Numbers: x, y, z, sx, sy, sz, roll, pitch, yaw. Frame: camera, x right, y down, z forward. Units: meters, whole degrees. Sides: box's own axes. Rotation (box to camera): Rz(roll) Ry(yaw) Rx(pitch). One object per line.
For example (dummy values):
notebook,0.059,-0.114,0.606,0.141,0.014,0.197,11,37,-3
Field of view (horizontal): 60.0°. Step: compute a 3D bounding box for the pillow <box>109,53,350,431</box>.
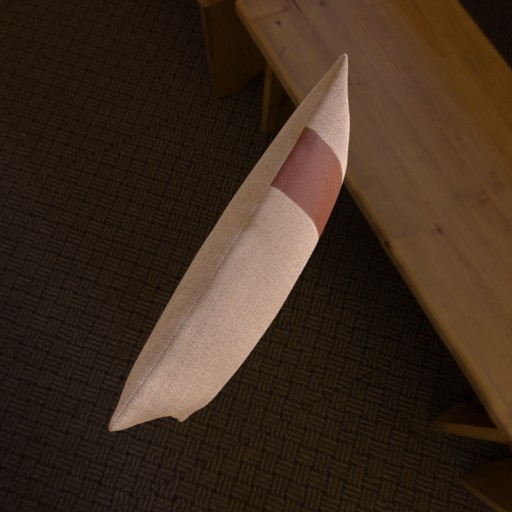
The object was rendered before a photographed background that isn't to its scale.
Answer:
pillow,0.000,0.000,0.729,0.155,0.282,0.612,30,78,7
